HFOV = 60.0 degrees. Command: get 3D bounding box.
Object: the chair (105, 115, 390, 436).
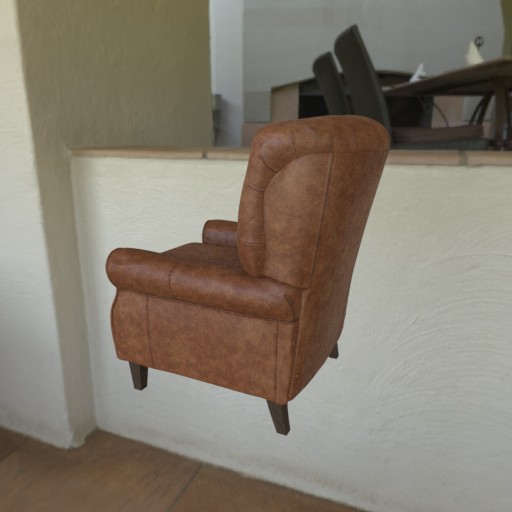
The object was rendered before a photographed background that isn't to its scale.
[{"bbox_3d":[0.000,0.000,1.946,1.059,1.164,0.951,7,17,25],"label":"chair"}]
